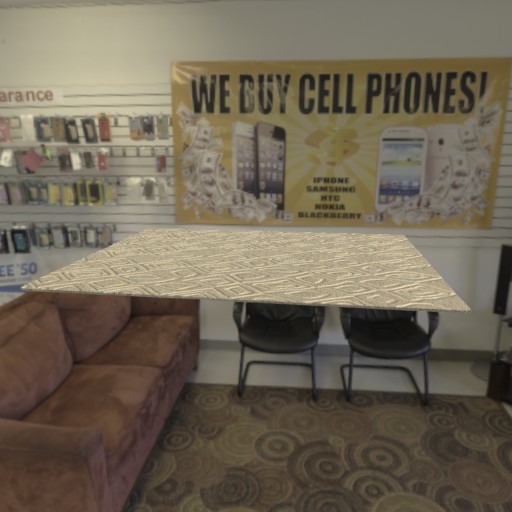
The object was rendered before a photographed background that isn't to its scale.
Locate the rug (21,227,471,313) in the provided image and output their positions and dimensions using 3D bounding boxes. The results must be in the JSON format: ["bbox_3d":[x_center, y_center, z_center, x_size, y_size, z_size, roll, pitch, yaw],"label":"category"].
[{"bbox_3d":[0.000,0.000,4.098,3.049,0.025,2.449,2,14,8],"label":"rug"}]
